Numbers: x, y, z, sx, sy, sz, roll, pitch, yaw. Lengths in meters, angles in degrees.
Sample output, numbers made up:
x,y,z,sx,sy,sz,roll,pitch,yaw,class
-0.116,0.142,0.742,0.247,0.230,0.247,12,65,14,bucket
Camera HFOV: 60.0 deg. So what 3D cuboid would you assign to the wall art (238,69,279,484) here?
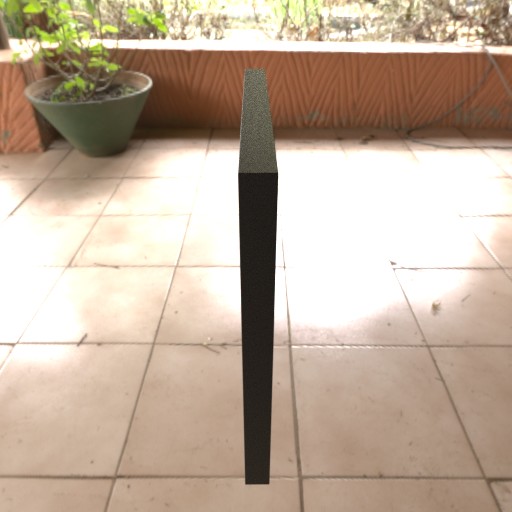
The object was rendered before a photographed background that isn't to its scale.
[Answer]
x,y,z,sx,sy,sz,roll,pitch,yaw,class
0.000,0.000,0.753,0.037,0.506,0.506,0,33,0,wall art
